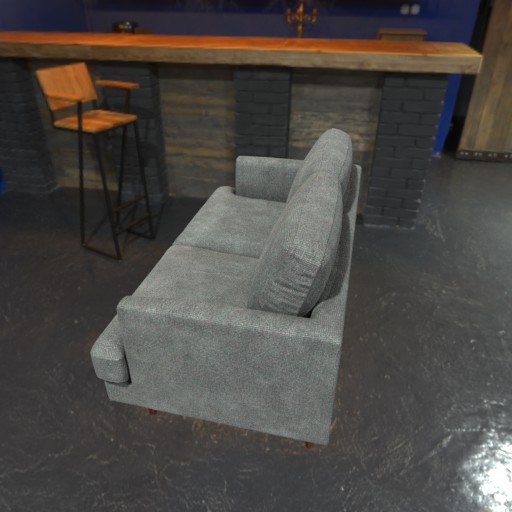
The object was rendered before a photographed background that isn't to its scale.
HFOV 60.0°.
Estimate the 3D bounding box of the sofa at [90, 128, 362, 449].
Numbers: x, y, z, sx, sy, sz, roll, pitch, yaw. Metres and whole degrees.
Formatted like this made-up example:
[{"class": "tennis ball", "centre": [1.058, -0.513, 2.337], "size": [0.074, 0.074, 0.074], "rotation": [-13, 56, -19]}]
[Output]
[{"class": "sofa", "centre": [0.000, 0.000, 2.162], "size": [0.903, 0.956, 1.582], "rotation": [7, 33, 12]}]
